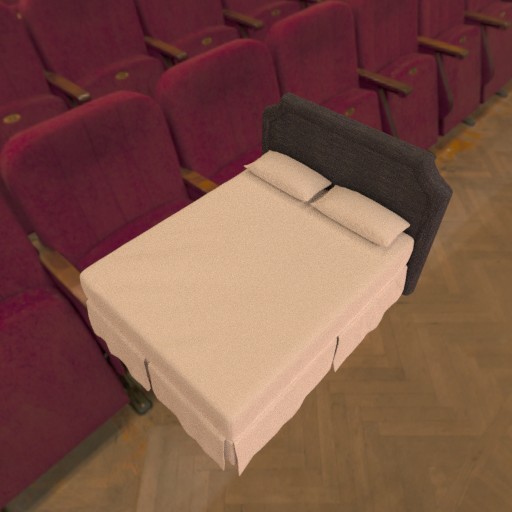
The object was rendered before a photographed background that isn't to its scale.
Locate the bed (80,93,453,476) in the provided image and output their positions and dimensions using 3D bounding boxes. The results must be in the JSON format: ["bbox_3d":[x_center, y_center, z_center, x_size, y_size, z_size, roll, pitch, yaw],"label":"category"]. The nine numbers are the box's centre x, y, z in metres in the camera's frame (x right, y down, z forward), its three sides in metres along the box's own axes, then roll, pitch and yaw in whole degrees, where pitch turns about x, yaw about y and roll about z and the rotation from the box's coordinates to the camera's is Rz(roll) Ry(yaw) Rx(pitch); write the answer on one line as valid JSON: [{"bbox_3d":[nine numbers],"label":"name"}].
[{"bbox_3d":[0.000,0.000,3.164,1.693,1.290,2.116,35,55,28],"label":"bed"}]
